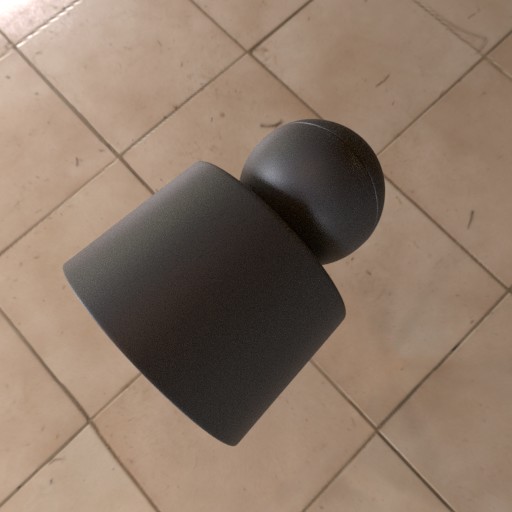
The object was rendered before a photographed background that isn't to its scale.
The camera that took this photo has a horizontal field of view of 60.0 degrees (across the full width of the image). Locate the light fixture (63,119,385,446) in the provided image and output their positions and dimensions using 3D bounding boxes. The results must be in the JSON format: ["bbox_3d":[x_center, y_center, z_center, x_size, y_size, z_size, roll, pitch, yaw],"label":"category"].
[{"bbox_3d":[0.000,0.000,0.264,0.160,0.143,0.134,-44,80,-10],"label":"light fixture"}]
